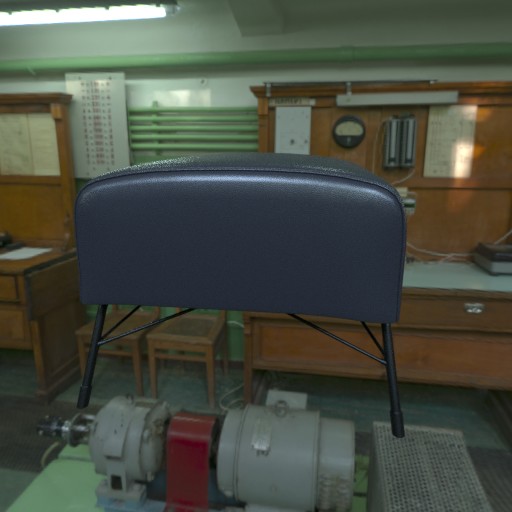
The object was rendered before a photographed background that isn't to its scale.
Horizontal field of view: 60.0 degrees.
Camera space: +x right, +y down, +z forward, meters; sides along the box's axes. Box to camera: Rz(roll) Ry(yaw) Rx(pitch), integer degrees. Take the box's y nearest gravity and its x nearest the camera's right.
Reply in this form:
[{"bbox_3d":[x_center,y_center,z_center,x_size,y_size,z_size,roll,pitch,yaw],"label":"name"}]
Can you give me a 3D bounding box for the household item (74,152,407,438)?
[{"bbox_3d":[0.000,0.000,0.902,0.530,0.410,0.530,2,14,8],"label":"household item"}]
